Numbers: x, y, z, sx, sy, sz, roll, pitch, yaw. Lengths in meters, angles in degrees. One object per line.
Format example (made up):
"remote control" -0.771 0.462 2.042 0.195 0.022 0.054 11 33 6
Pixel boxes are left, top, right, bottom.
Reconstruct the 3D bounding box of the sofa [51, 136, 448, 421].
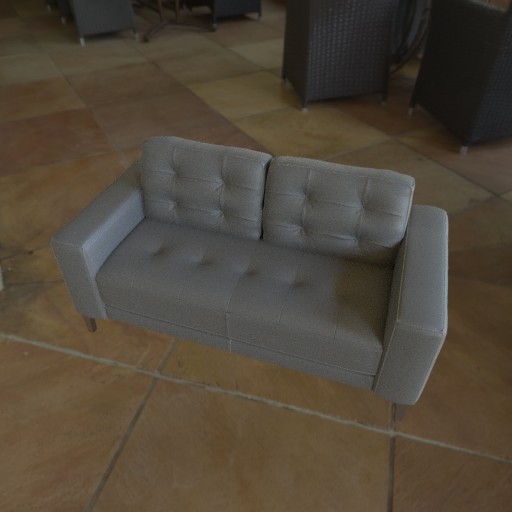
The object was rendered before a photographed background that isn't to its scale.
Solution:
"sofa" 0.000 0.000 2.184 1.726 0.893 0.833 12 42 14
